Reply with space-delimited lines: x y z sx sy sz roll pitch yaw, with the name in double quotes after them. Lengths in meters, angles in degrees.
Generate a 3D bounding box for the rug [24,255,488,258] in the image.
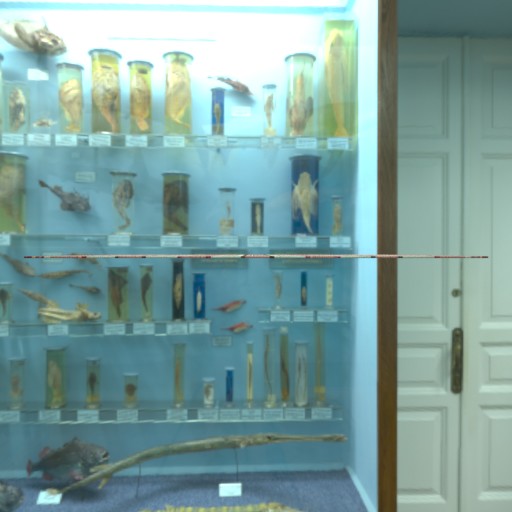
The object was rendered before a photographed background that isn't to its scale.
0.000 0.000 2.337 1.817 0.008 1.223 0 0 -1 "rug"
